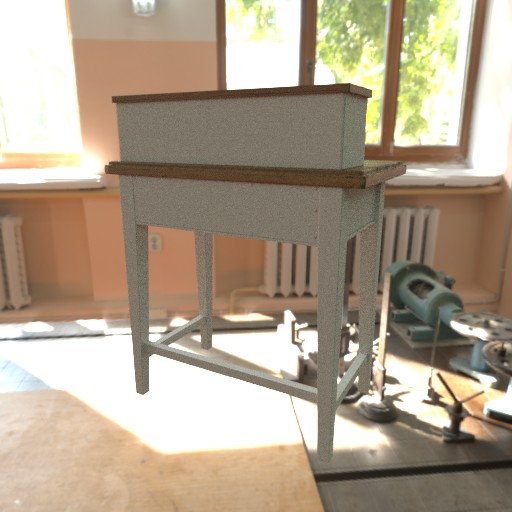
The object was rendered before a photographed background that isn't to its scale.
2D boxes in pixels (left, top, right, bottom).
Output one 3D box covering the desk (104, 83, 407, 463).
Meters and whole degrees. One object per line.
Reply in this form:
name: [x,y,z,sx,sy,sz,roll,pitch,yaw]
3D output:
desk: [0.000,0.000,1.448,0.814,0.981,0.462,8,17,28]
